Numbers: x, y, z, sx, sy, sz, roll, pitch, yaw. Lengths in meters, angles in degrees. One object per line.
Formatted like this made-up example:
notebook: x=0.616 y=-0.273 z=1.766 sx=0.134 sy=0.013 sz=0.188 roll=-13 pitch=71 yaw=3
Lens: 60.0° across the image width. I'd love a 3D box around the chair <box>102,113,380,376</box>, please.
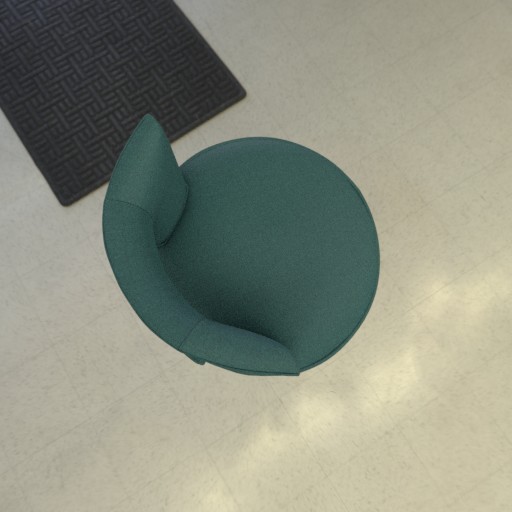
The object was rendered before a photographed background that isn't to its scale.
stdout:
chair: x=0.000 y=0.000 z=1.250 sx=0.660 sy=0.711 sz=0.684 roll=-29 pitch=77 yaw=-7
